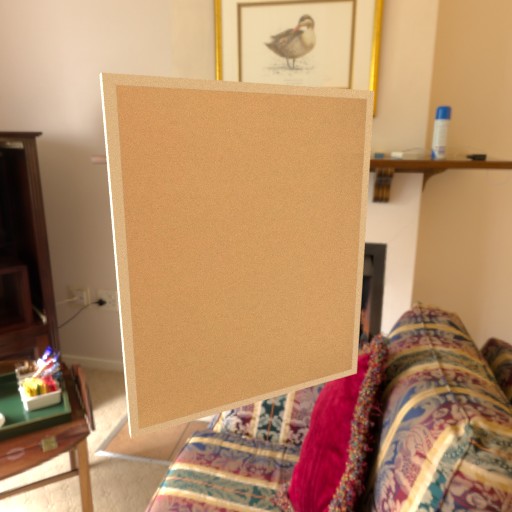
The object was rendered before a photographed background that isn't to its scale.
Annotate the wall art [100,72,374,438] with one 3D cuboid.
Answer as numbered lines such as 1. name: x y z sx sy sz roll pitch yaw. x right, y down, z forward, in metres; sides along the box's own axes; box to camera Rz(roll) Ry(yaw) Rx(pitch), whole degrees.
1. wall art: 0.000 0.000 0.625 0.382 0.456 0.013 -7 16 -26
